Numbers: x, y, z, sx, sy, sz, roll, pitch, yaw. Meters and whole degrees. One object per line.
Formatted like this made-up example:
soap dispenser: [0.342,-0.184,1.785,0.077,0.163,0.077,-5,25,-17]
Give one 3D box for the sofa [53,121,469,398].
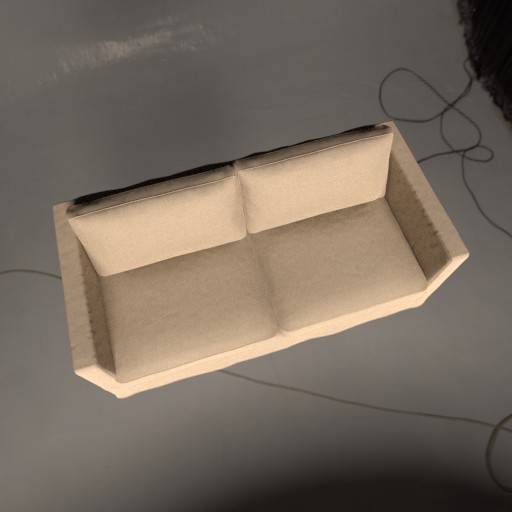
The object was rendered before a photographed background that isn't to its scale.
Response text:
sofa: [0.000,0.000,2.509,1.987,0.847,0.956,-16,65,-7]
